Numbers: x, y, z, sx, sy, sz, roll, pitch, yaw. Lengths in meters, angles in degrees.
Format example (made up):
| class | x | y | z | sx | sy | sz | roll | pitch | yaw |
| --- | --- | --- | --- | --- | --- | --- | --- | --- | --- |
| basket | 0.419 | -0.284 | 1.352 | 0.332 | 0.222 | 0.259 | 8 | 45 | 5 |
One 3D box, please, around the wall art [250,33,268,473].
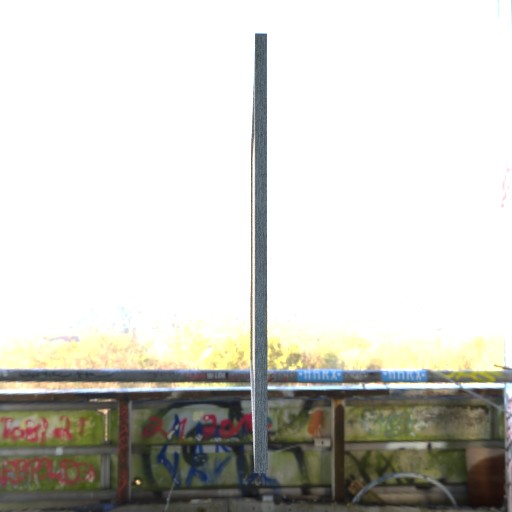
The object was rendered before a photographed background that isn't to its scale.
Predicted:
| class | x | y | z | sx | sy | sz | roll | pitch | yaw |
| --- | --- | --- | --- | --- | --- | --- | --- | --- | --- |
| wall art | 0.000 | 0.000 | 1.031 | 0.020 | 0.685 | 0.685 | 0 | -2 | -1 |
